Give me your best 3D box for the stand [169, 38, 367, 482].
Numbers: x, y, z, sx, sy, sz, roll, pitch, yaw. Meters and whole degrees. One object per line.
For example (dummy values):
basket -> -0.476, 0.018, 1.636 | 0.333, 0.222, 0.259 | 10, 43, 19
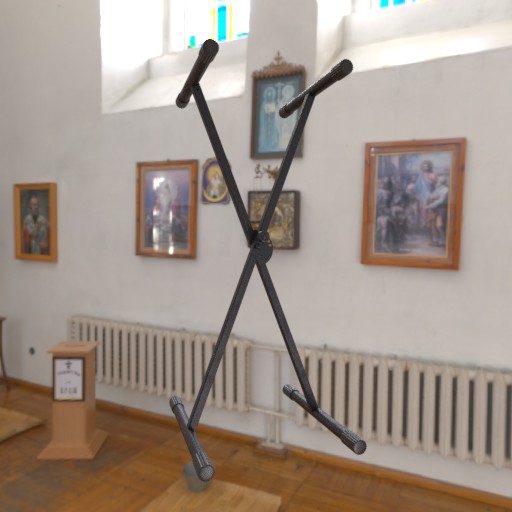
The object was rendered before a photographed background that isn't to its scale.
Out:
stand -> 0.000, 0.000, 1.195 | 0.409, 0.940, 0.449 | -1, 2, -19
